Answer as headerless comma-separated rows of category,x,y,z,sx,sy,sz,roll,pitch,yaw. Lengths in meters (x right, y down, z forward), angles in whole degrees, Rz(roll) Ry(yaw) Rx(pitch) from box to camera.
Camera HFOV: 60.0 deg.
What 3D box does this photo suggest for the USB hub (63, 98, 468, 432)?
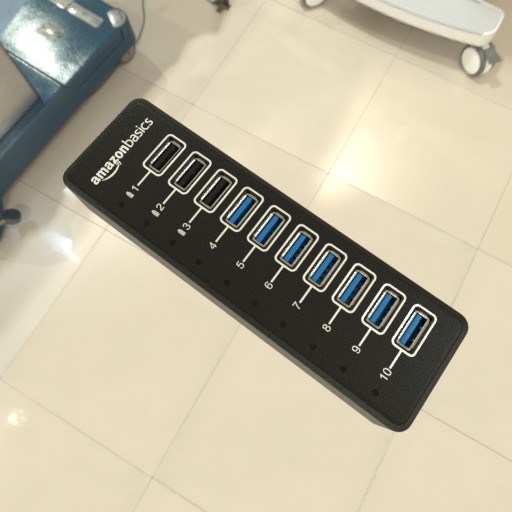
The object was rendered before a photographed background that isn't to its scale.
USB hub,0.000,0.000,0.162,0.145,0.023,0.044,36,77,9
